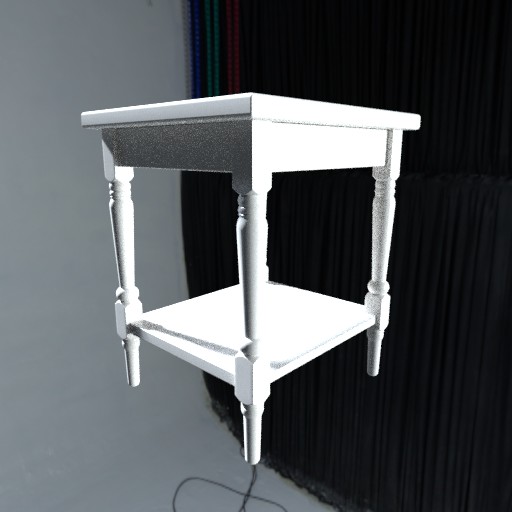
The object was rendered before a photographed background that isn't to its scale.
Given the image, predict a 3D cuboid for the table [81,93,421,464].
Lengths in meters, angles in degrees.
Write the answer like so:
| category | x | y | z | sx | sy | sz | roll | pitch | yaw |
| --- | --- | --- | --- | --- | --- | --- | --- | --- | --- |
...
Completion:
| category | x | y | z | sx | sy | sz | roll | pitch | yaw |
| --- | --- | --- | --- | --- | --- | --- | --- | --- | --- |
| table | 0.000 | 0.000 | 0.920 | 0.442 | 0.565 | 0.488 | 12 | 18 | 42 |
